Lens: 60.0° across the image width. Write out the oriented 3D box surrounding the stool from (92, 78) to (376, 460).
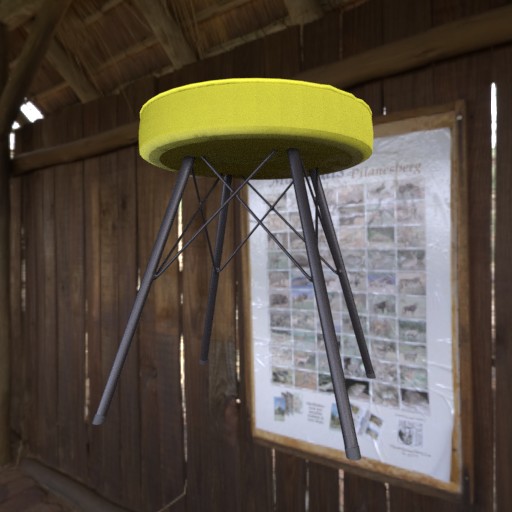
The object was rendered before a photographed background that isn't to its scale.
[{"bbox_3d":[0.000,0.000,0.800,0.409,0.508,0.409,0,0,18],"label":"stool"}]
